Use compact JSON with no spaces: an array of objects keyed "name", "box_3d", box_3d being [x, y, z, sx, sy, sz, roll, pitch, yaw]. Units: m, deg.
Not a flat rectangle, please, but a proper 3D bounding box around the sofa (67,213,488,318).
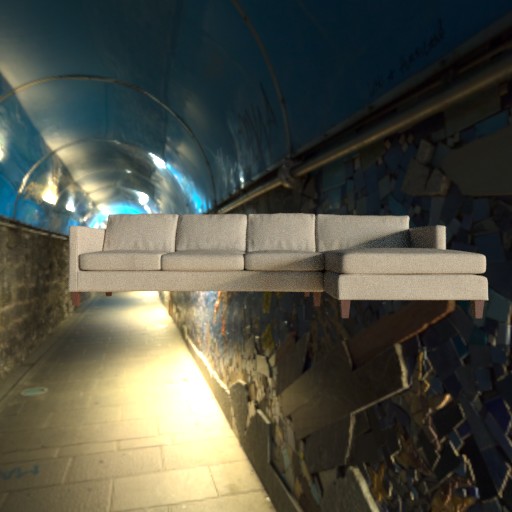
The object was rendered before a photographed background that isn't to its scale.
[{"name":"sofa","box_3d":[0.000,0.000,3.826,3.186,0.846,1.625,0,0,1]}]
